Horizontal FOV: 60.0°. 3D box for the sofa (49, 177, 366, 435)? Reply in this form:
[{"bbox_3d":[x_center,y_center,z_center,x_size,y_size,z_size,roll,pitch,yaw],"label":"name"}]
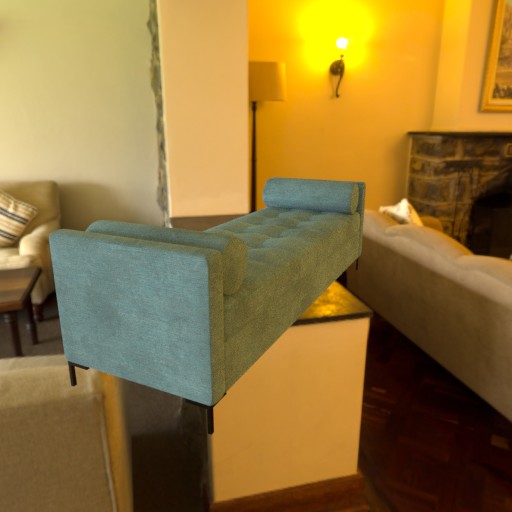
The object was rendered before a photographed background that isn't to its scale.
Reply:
[{"bbox_3d":[0.000,0.000,2.367,0.686,0.635,1.981,8,18,25],"label":"sofa"}]
